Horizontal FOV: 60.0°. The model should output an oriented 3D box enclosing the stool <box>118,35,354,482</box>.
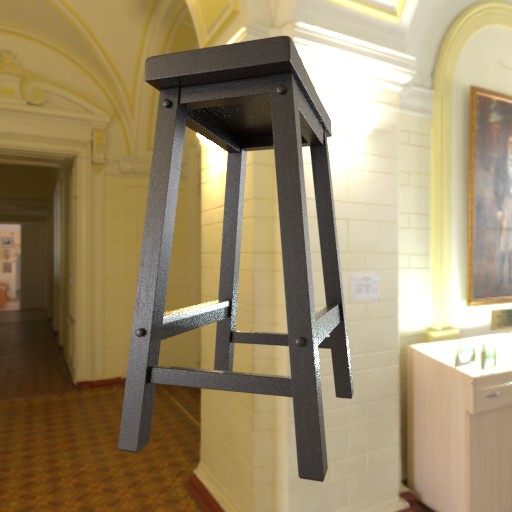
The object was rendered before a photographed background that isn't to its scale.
[{"bbox_3d":[0.000,0.000,0.837,0.322,0.610,0.406,0,0,18],"label":"stool"}]
